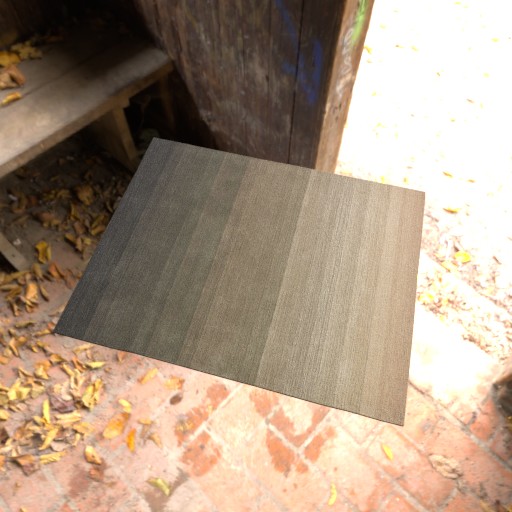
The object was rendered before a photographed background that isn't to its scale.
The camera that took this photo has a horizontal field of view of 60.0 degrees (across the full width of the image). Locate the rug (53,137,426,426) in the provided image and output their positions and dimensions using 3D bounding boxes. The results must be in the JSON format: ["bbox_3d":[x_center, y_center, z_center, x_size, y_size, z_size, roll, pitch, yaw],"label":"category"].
[{"bbox_3d":[0.000,0.000,4.092,2.932,0.015,2.315,13,61,7],"label":"rug"}]
